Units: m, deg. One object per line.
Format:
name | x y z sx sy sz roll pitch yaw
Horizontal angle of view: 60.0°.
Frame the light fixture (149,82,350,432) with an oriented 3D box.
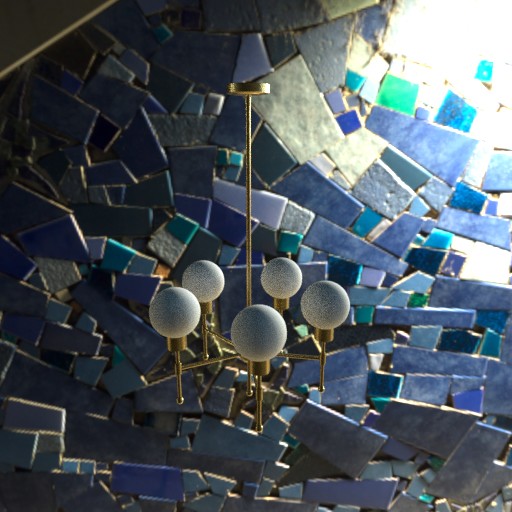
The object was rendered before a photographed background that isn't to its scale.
light fixture | 0.000 0.000 1.837 0.785 1.331 0.815 3 16 10
